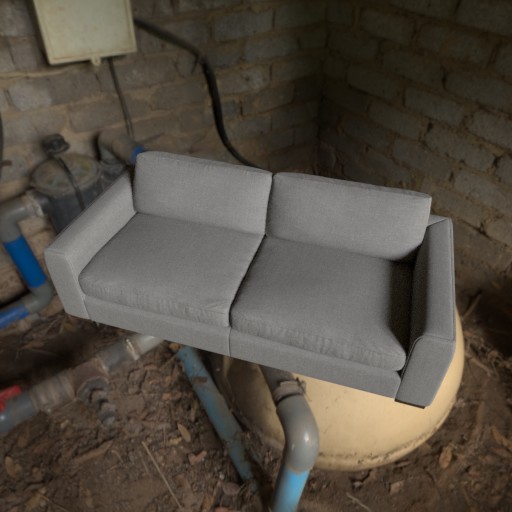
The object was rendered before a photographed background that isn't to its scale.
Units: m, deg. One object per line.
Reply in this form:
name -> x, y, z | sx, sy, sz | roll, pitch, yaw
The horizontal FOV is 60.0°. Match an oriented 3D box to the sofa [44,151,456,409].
sofa -> 0.000, 0.000, 2.721 | 2.262, 0.801, 1.070 | 11, 42, 13
